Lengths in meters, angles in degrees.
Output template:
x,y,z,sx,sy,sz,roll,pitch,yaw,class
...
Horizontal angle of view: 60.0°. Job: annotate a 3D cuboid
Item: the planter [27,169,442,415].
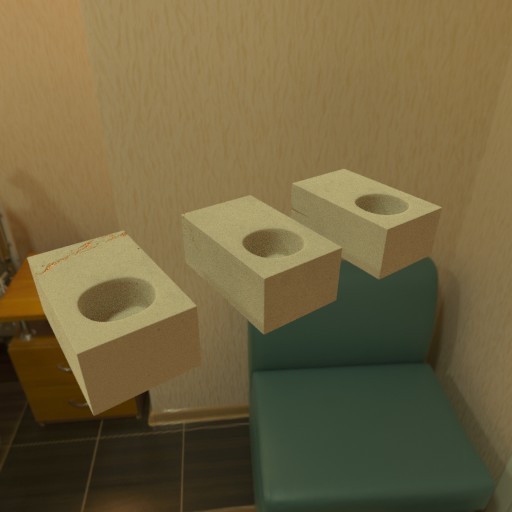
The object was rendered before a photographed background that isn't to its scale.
x,y,z,sx,sy,sz,roll,pitch,yaw,class
0.000,0.000,0.385,0.333,0.051,0.127,-20,36,-30,planter
